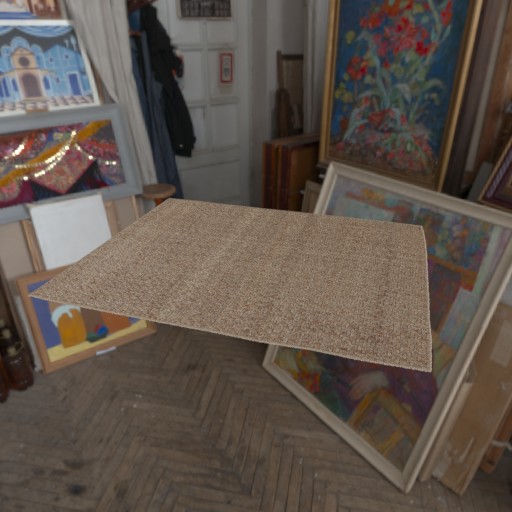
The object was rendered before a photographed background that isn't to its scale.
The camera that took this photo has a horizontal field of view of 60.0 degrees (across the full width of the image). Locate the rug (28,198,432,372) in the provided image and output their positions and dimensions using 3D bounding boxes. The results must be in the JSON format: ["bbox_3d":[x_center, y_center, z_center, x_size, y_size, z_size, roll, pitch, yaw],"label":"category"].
[{"bbox_3d":[0.000,0.000,4.132,3.048,0.013,2.439,8,28,15],"label":"rug"}]
